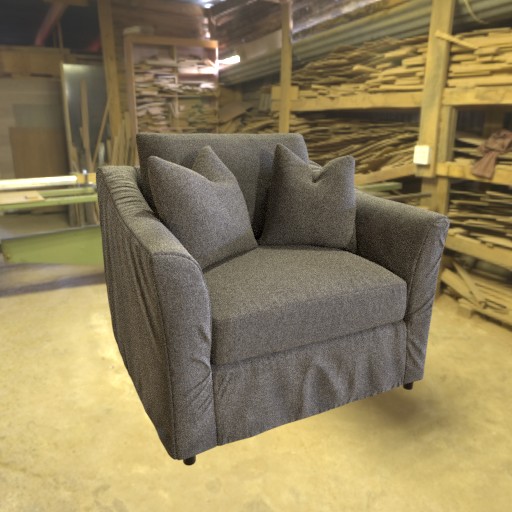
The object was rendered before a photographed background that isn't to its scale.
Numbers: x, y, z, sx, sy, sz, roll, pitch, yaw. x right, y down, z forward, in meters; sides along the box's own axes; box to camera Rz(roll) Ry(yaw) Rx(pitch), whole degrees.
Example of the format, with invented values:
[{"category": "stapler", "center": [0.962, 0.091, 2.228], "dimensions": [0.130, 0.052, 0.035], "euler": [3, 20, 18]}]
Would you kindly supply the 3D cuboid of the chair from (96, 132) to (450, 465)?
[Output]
[{"category": "chair", "center": [0.000, 0.000, 1.980], "dimensions": [1.194, 1.059, 1.071], "euler": [-8, 18, -26]}]
